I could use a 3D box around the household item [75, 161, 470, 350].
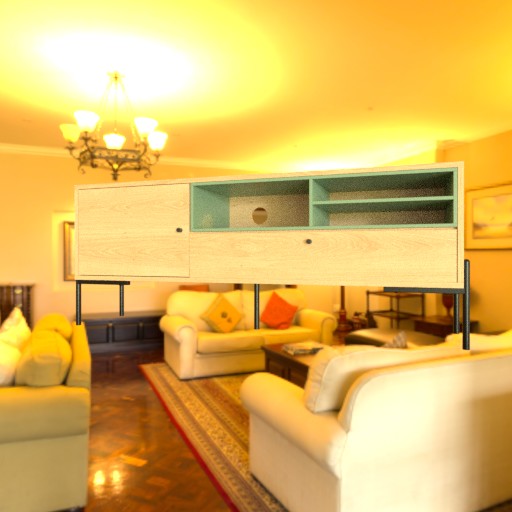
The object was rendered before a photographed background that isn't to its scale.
[{"bbox_3d":[0.000,0.000,1.810,1.550,0.600,0.400,0,0,19],"label":"household item"}]
